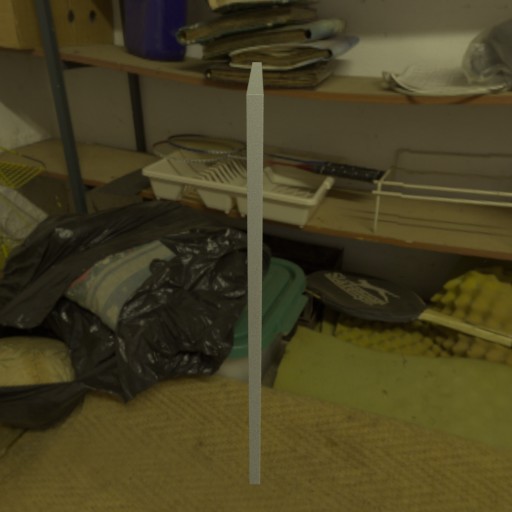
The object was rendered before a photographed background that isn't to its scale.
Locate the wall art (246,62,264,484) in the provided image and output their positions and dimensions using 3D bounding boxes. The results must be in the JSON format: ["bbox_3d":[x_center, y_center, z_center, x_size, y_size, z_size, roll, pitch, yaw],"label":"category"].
[{"bbox_3d":[0.000,0.000,1.363,0.034,1.042,0.789,0,27,0],"label":"wall art"}]
